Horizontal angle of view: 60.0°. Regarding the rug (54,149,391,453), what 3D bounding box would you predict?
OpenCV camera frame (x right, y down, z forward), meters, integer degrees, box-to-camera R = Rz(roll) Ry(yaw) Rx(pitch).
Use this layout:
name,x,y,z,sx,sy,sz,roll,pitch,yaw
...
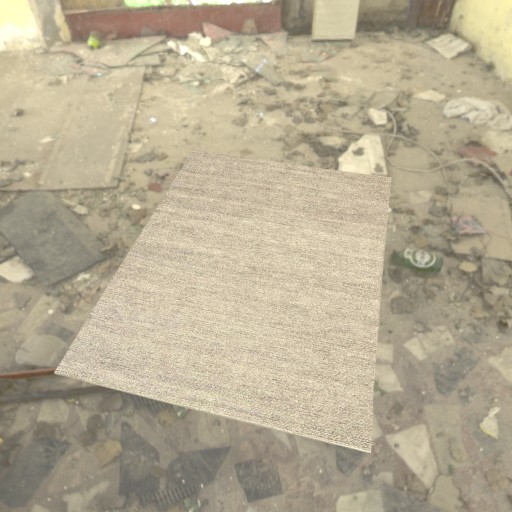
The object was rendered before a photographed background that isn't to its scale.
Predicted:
name,x,y,z,sx,sy,sz,roll,pitch,yaw
rug,0.000,0.000,4.284,2.434,0.045,3.202,11,48,10
